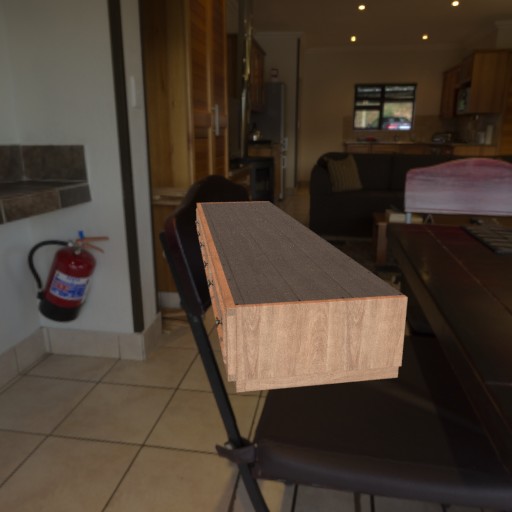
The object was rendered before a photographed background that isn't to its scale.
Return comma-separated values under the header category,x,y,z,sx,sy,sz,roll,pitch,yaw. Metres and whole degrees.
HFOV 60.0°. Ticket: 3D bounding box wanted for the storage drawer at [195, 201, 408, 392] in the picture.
category,x,y,z,sx,sy,sz,roll,pitch,yaw
storage drawer,0.000,0.000,2.222,0.538,0.264,2.032,-2,15,-9
